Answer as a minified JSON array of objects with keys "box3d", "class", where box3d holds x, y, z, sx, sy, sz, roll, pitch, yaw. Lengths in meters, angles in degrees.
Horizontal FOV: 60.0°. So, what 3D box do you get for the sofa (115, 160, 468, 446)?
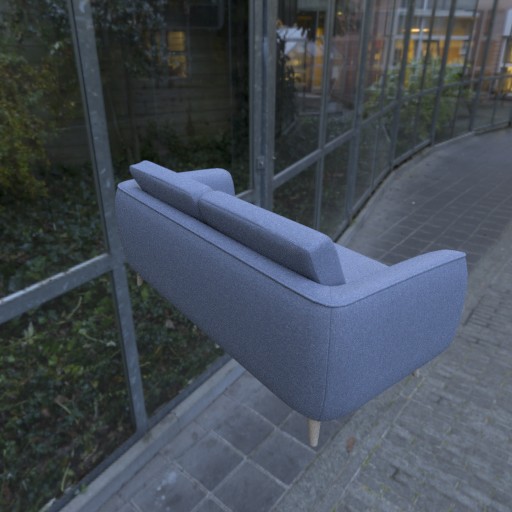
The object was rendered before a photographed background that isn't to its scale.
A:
[{"box3d":[0.000,0.000,2.506,0.920,0.870,2.000,-18,30,-33],"class":"sofa"}]
